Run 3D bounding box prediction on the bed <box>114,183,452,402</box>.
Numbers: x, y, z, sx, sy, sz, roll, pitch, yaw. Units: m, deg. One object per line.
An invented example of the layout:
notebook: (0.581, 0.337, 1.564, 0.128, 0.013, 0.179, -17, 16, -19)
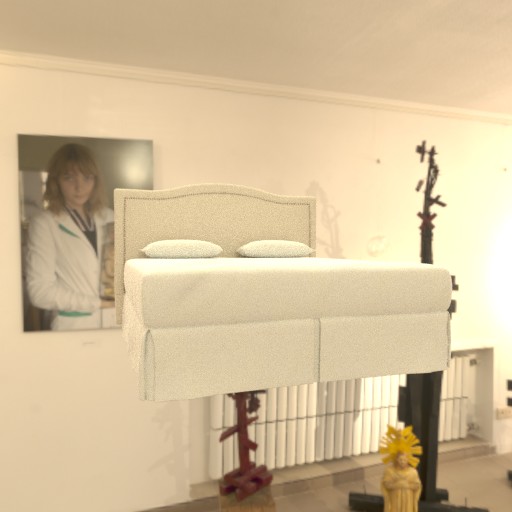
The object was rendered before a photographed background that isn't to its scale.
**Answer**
bed: (0.000, 0.000, 3.493, 2.083, 1.421, 2.182, 0, 1, -19)
